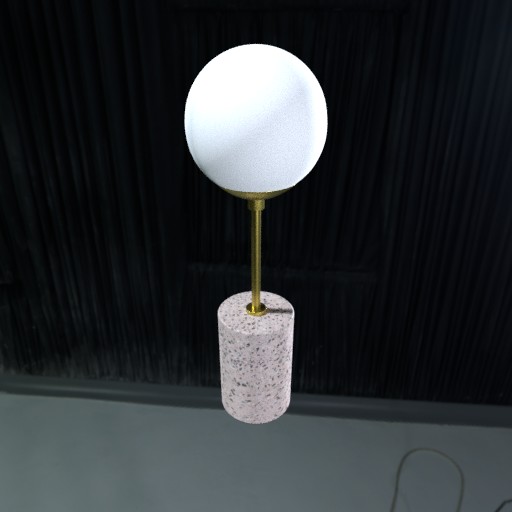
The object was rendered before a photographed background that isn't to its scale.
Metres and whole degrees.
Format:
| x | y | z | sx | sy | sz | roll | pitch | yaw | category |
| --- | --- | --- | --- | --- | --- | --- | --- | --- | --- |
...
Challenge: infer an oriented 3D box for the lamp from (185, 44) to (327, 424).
| x | y | z | sx | sy | sz | roll | pitch | yaw | category |
| --- | --- | --- | --- | --- | --- | --- | --- | --- | --- |
| 0.000 | 0.000 | 0.557 | 0.153 | 0.480 | 0.153 | 0 | 27 | 0 | lamp |
